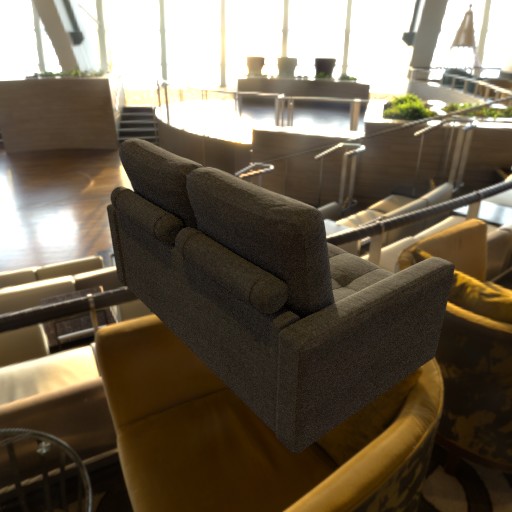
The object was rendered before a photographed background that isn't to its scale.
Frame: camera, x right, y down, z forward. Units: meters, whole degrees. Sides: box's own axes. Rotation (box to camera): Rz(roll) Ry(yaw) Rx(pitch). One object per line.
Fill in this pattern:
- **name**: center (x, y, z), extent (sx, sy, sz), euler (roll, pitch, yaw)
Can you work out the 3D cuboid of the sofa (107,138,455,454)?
- **sofa**: center (0.000, 0.000, 1.948), extent (0.842, 0.907, 1.407), euler (-19, 33, -33)
